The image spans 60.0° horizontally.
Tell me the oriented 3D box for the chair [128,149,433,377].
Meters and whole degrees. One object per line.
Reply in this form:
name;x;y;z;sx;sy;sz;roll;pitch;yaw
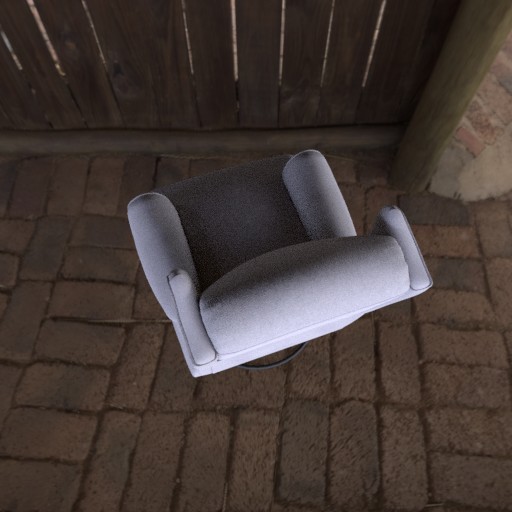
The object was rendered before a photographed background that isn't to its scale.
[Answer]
chair;0.000;0.000;1.708;0.847;1.011;0.969;-17;60;-10
